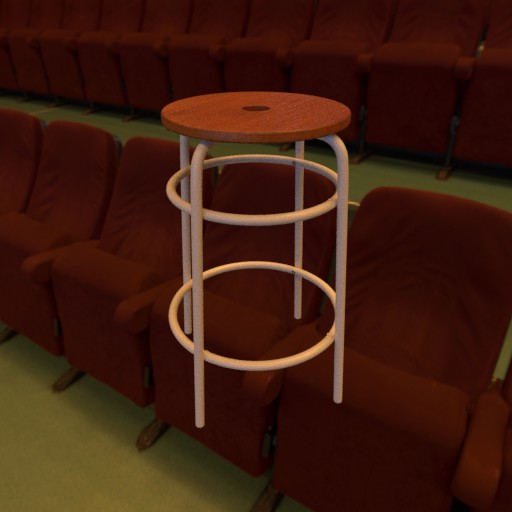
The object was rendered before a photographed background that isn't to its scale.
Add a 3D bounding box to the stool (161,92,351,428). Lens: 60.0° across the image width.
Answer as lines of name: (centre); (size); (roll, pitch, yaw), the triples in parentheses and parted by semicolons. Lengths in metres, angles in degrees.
stool: (0.000, 0.000, 0.944); (0.455, 0.610, 0.455); (18, 34, 28)
